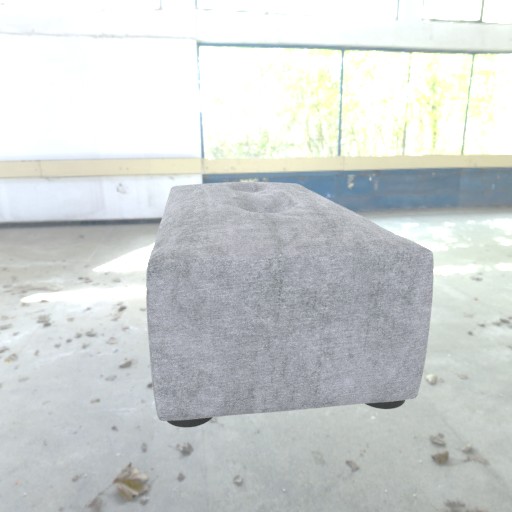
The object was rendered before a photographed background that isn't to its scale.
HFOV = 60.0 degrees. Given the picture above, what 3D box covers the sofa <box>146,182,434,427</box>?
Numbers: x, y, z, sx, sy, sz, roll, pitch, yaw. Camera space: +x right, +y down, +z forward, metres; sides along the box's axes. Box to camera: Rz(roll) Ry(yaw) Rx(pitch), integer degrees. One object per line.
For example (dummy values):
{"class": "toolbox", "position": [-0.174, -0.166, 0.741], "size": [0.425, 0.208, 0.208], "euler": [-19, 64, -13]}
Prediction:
{"class": "sofa", "position": [0.000, 0.000, 1.153], "size": [0.480, 0.330, 0.930], "euler": [-2, 16, -8]}
